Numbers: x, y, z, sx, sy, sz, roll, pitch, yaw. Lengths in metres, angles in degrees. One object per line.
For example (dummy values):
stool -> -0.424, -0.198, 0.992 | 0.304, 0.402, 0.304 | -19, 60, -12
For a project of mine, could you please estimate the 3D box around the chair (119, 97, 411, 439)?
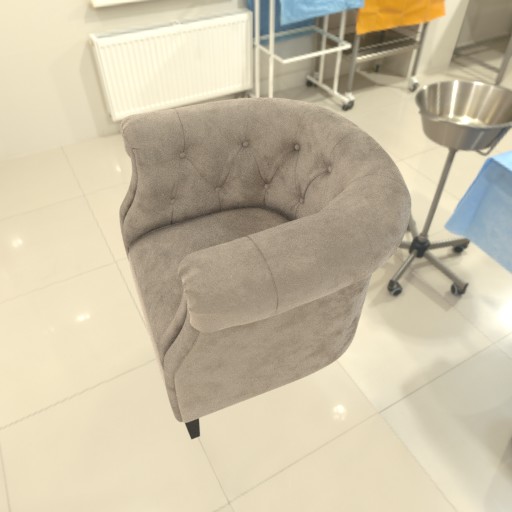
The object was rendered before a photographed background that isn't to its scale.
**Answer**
chair -> 0.000, 0.000, 1.571 | 0.851, 0.826, 0.904 | -16, 47, -16
